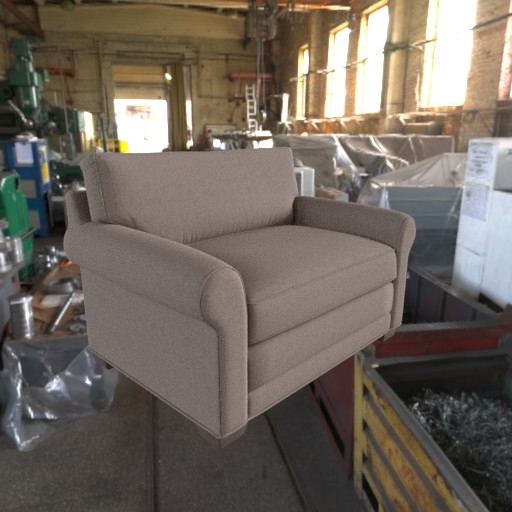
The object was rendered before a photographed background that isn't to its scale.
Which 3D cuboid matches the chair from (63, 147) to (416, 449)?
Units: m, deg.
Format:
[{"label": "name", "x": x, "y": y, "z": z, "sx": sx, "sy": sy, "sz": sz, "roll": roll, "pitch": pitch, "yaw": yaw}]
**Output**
[{"label": "chair", "x": 0.000, "y": 0.000, "z": 2.008, "sx": 0.930, "sy": 0.930, "sz": 1.390, "roll": 14, "pitch": 21, "yaw": 42}]
